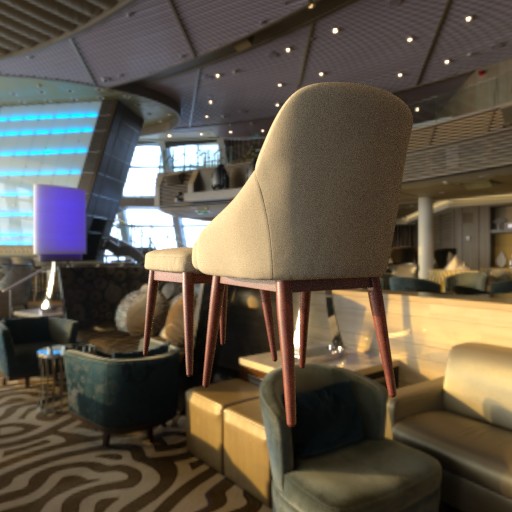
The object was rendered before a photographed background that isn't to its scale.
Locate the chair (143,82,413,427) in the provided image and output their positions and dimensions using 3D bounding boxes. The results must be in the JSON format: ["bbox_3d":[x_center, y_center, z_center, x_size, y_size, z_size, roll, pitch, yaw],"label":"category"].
[{"bbox_3d":[0.000,0.000,1.592,0.584,0.866,1.114,0,0,-36],"label":"chair"}]
